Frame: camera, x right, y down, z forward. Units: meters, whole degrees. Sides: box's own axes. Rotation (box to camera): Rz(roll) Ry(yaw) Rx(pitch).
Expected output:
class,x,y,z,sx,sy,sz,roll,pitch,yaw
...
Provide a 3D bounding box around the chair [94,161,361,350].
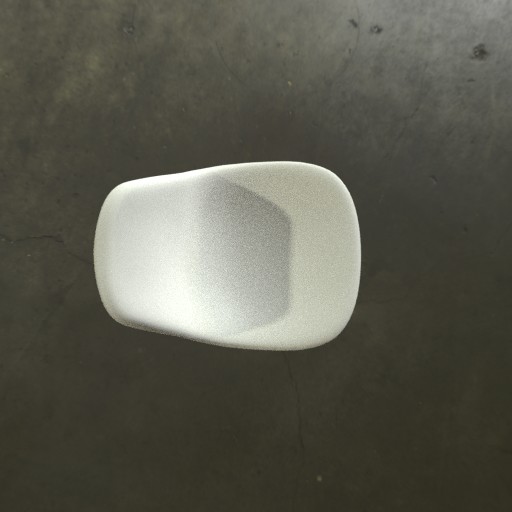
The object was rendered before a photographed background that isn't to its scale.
class,x,y,z,sx,sy,sz,roll,pitch,yaw
chair,0.000,0.000,1.146,0.533,0.826,0.470,0,89,0
